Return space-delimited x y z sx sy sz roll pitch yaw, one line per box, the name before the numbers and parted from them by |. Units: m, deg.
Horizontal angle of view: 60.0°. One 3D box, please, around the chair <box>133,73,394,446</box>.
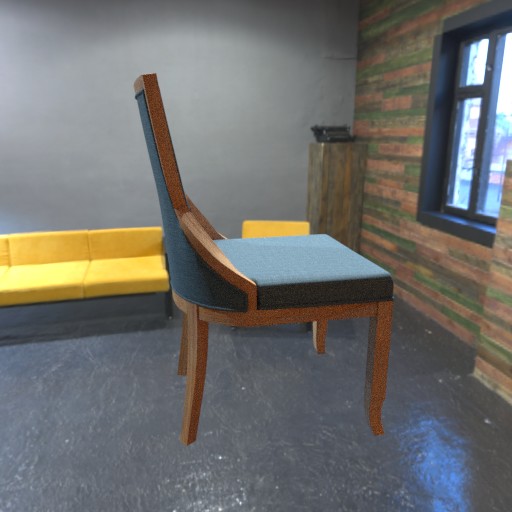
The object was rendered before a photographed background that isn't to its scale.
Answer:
chair | 0.000 0.000 1.320 0.641 0.947 0.524 -3 15 -11
